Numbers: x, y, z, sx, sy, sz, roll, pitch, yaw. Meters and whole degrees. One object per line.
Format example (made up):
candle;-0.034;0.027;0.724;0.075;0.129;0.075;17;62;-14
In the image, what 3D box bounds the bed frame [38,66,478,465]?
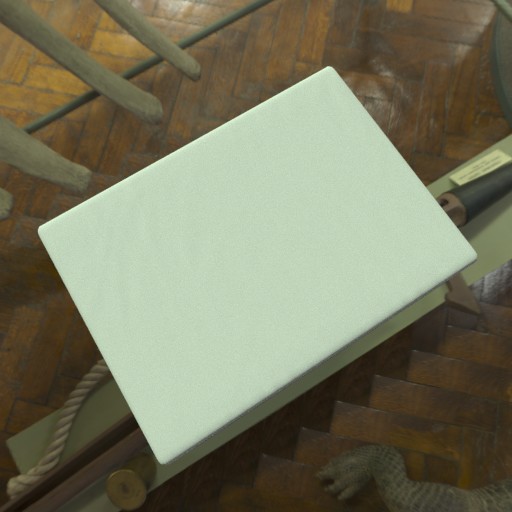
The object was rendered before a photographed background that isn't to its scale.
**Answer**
bed frame;0.000;0.000;2.563;1.900;0.561;1.400;-31;78;-7
